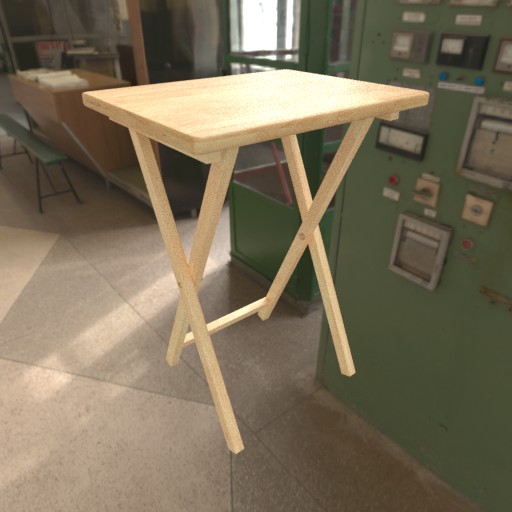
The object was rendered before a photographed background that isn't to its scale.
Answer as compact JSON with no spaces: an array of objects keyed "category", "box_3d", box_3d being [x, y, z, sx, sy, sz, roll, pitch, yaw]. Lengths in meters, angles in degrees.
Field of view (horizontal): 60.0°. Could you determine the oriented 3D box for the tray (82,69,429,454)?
[{"category":"tray","box_3d":[0.000,0.000,0.938,0.483,0.660,0.381,-22,36,-33]}]
